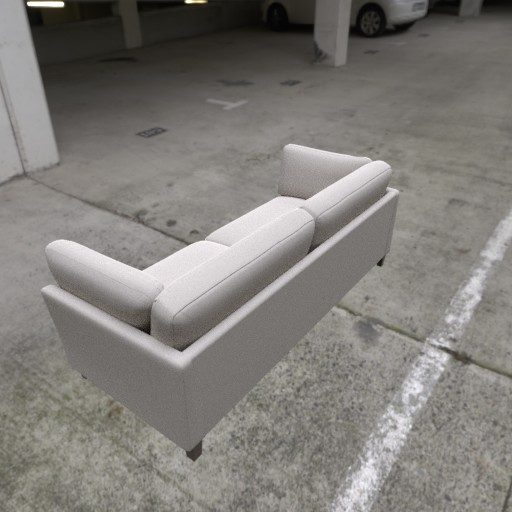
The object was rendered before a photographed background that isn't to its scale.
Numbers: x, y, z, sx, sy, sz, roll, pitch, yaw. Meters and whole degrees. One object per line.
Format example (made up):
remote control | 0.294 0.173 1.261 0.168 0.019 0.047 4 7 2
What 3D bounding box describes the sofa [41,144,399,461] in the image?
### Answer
sofa | 0.000 0.000 2.796 0.957 0.863 2.301 21 36 31
